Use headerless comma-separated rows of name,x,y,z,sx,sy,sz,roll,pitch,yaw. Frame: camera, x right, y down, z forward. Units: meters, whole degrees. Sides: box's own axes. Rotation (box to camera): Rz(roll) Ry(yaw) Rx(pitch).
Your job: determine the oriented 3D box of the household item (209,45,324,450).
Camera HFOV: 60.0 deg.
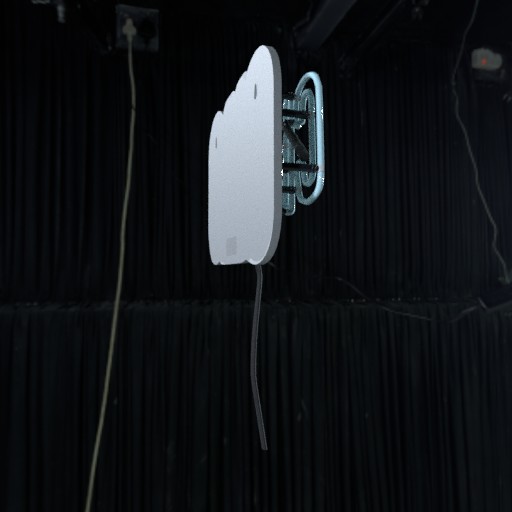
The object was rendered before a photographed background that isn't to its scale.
household item,0.000,0.000,0.388,0.042,0.294,0.211,1,-2,-17
